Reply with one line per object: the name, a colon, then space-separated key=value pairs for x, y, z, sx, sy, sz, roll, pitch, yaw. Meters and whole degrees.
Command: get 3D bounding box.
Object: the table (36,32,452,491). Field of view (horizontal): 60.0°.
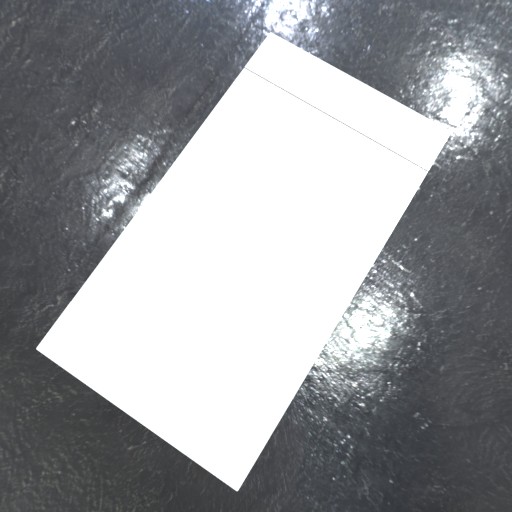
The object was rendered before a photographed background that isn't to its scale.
table: x=0.000 y=0.000 z=1.379 sx=0.600 sy=0.495 sz=1.062 roll=32 pitch=79 yaw=7
